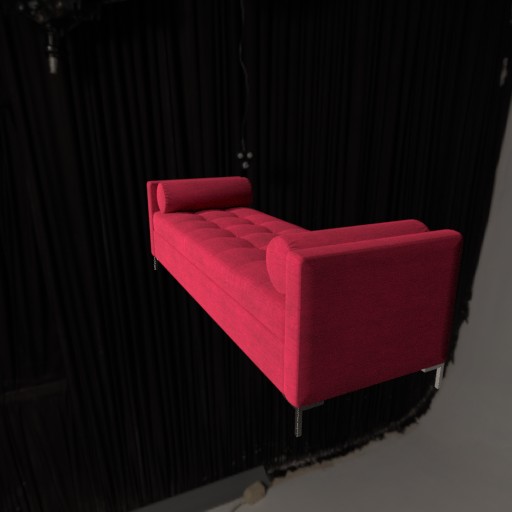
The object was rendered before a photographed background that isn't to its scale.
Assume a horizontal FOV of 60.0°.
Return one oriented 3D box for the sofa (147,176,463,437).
[{"bbox_3d":[0.000,0.000,2.355,0.686,0.635,1.981,-8,18,-25],"label":"sofa"}]
